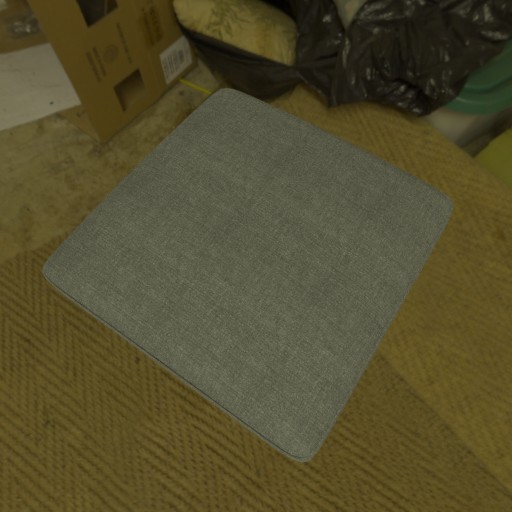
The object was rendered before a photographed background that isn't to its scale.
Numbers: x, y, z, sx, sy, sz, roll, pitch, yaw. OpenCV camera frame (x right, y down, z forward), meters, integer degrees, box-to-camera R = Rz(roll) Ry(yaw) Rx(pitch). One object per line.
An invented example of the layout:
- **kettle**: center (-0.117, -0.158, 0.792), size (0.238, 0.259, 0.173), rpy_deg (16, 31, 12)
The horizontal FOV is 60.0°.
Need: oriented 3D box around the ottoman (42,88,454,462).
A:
- **ottoman**: center (0.000, 0.000, 1.679), size (1.067, 0.559, 1.067), rpy_deg (31, 67, 15)
